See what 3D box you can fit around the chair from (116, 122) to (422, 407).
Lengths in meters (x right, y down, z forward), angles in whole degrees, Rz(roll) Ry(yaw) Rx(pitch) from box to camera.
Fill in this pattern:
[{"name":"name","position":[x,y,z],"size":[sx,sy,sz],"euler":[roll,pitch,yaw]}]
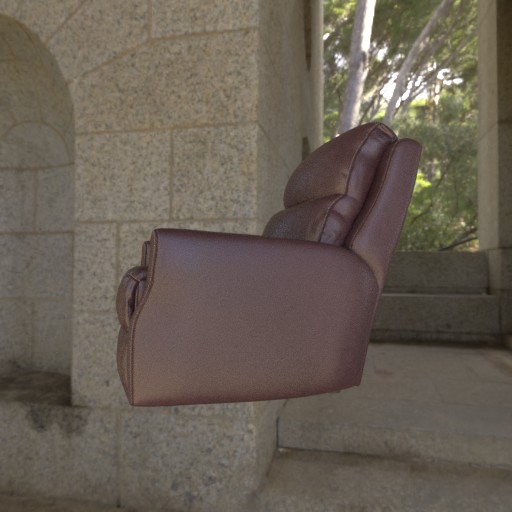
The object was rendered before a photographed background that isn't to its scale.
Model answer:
[{"name":"chair","position":[0.000,0.000,1.802],"size":[1.080,1.030,0.829],"euler":[0,-2,-17]}]
